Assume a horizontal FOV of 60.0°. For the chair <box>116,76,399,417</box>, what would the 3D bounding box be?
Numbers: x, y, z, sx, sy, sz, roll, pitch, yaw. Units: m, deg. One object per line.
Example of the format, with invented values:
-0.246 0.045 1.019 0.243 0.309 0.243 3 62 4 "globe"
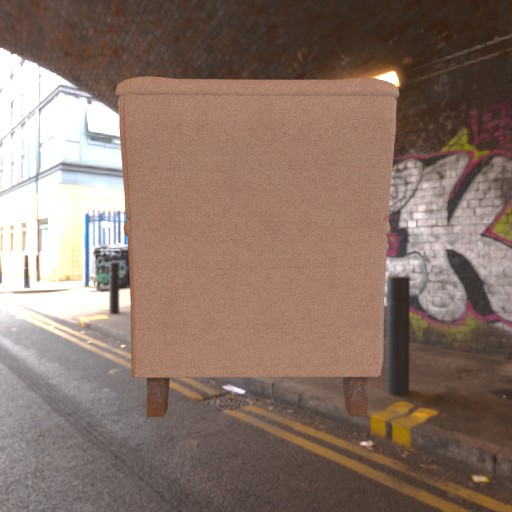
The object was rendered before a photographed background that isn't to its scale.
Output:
0.000 0.000 1.799 0.879 1.119 0.953 0 1 -1 "chair"
